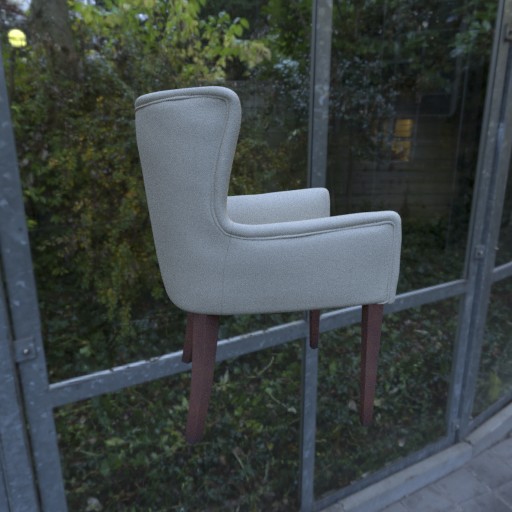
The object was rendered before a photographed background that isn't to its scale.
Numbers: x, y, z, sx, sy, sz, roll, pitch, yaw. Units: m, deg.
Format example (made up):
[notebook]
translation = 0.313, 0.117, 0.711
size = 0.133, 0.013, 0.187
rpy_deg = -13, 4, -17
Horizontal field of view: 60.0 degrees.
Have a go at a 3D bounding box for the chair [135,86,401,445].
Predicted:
[chair]
translation = 0.000, 0.000, 1.411
size = 0.686, 0.952, 0.660
rpy_deg = -3, 15, -10
